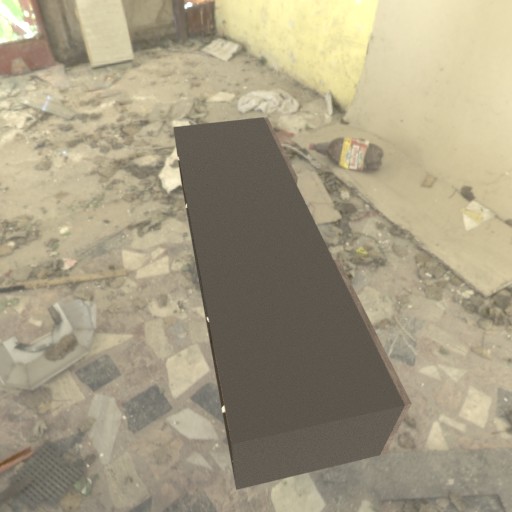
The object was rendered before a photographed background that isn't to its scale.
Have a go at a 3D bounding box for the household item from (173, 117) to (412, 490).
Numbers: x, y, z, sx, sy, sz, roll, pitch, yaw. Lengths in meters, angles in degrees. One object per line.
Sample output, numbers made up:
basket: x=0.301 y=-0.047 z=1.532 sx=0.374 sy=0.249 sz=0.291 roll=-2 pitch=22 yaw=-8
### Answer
household item: x=0.000 y=0.000 z=1.576 sx=0.420 sy=0.310 sz=1.400 roll=-9 pitch=46 yaw=-9
